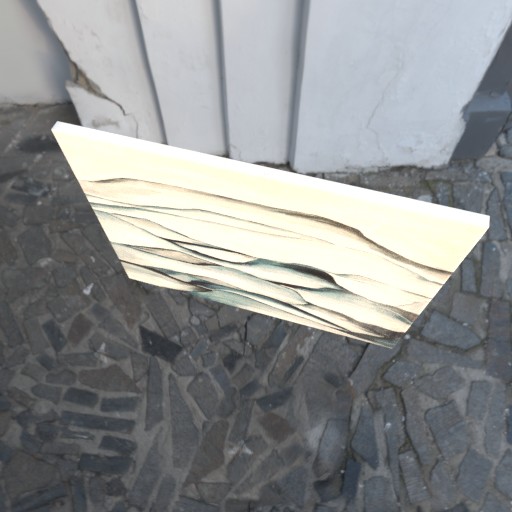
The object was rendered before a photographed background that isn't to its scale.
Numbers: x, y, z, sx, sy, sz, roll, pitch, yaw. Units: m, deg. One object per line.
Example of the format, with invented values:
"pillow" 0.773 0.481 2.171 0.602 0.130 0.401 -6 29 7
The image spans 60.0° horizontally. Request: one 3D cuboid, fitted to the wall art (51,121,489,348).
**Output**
"wall art" 0.000 0.000 1.589 1.219 0.915 0.039 14 60 8
